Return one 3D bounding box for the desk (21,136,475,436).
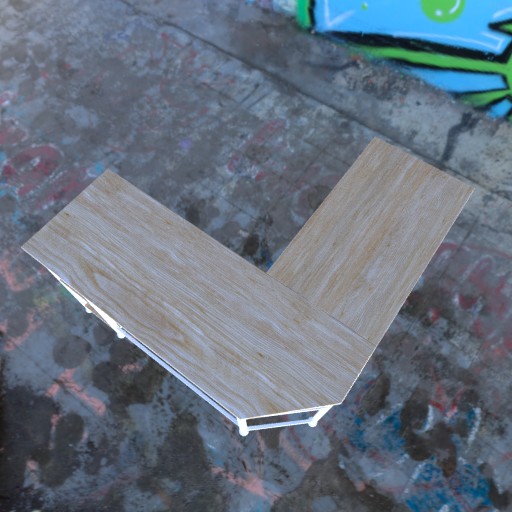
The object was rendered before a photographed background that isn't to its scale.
[{"bbox_3d":[0.000,0.000,2.213,1.379,0.739,1.379,33,68,16],"label":"desk"}]
